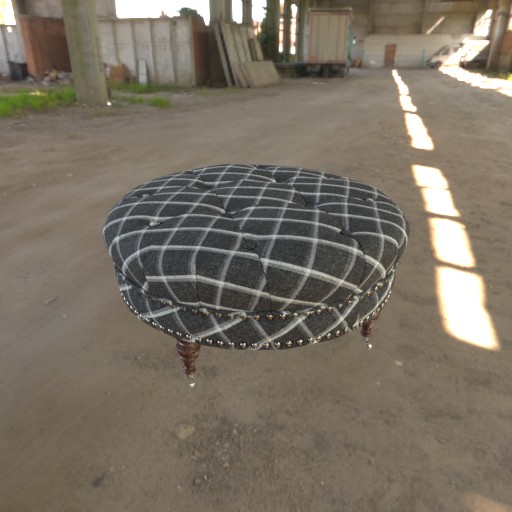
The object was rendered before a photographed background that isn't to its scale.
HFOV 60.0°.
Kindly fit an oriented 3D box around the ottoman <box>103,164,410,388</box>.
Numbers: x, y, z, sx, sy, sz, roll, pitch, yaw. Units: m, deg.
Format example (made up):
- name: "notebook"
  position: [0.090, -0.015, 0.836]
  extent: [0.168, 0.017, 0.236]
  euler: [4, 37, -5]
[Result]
- name: "ottoman"
  position: [0.000, 0.000, 1.407]
  extent: [0.901, 0.439, 0.901]
  euler: [0, 25, 0]
